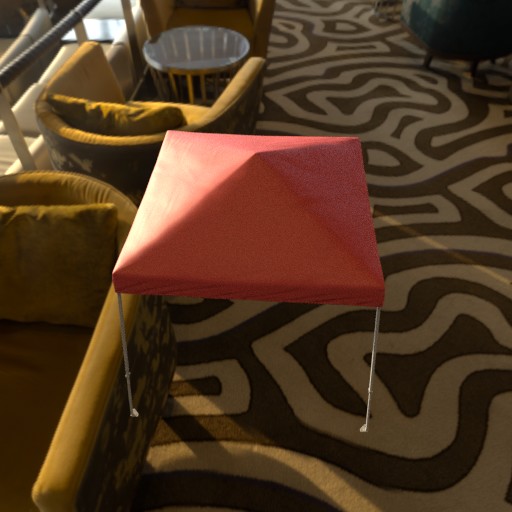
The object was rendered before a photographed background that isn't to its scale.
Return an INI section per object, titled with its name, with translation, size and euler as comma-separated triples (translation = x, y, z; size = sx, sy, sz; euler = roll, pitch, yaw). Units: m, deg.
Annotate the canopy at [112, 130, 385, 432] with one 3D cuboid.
[canopy]
translation = 0.000, 0.000, 6.625
size = 3.600, 3.600, 3.599
euler = 3, 47, 3
